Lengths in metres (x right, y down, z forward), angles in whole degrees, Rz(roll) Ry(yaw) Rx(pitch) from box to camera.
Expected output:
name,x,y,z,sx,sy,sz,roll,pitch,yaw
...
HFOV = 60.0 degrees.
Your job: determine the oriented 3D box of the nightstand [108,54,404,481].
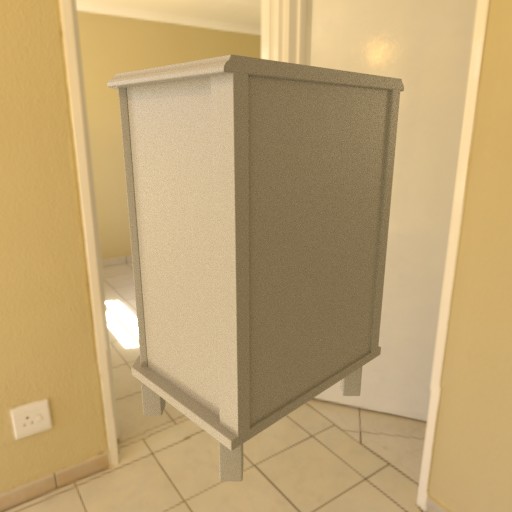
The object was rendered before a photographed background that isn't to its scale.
name,x,y,z,sx,sy,sz,roll,pitch,yaw
nightstand,0.000,0.000,0.907,0.450,0.680,0.350,-15,22,-42
